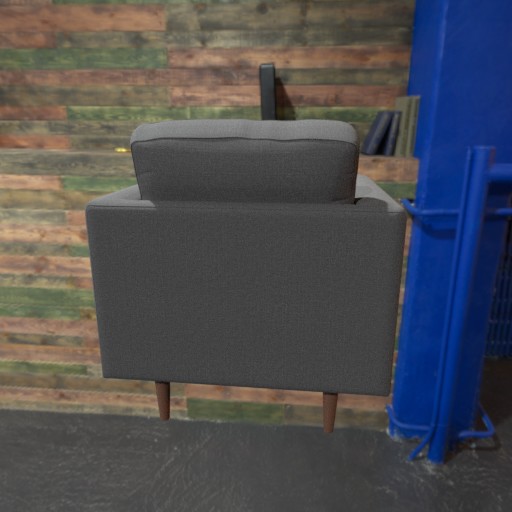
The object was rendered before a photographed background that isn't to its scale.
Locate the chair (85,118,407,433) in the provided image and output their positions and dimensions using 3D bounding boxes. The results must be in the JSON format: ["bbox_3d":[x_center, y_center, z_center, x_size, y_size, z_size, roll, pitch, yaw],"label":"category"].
[{"bbox_3d":[0.000,0.000,1.569,0.854,0.927,0.800,2,17,6],"label":"chair"}]
